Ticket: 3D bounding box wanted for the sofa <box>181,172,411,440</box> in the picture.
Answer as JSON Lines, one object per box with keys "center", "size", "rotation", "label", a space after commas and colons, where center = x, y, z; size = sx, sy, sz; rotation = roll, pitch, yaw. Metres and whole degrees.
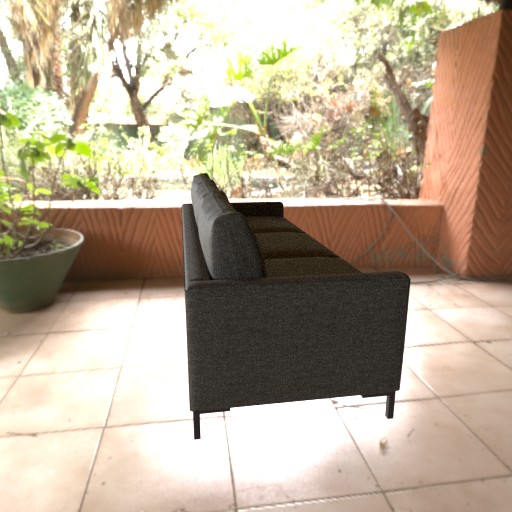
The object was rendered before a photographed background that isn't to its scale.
{"center": [0.000, 0.000, 2.709], "size": [0.876, 0.879, 2.253], "rotation": [-2, 15, -9], "label": "sofa"}
